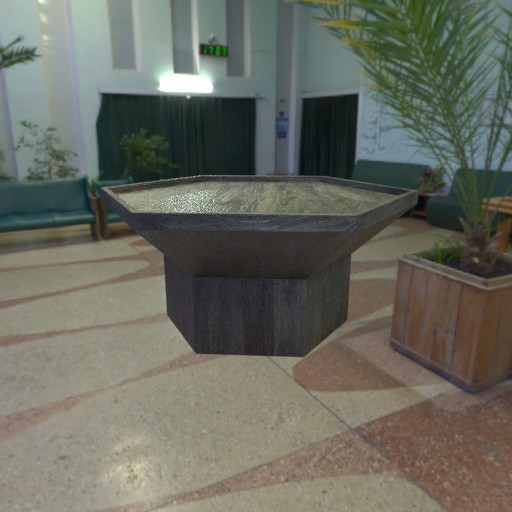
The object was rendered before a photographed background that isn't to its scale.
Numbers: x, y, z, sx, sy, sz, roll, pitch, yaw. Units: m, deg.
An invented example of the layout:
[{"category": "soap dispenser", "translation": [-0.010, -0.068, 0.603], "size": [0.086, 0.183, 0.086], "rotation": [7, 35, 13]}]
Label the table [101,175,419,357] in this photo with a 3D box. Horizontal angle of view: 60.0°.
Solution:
[{"category": "table", "translation": [0.000, 0.000, 1.618], "size": [0.966, 0.488, 1.115], "rotation": [-8, 17, -25]}]
